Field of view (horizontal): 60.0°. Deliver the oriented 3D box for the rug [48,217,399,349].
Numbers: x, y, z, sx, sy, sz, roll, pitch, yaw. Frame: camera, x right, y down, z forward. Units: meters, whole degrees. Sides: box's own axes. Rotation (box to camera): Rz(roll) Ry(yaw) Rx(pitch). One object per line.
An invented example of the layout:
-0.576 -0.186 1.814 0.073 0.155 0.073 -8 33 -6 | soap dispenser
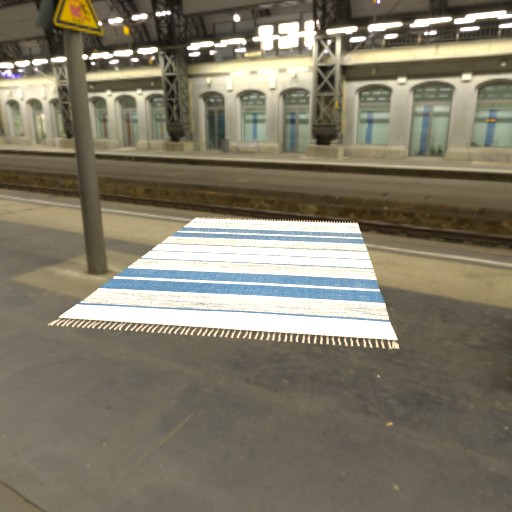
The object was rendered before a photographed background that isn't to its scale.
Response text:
0.000 0.000 3.036 1.532 0.010 2.441 2 17 8 | rug
